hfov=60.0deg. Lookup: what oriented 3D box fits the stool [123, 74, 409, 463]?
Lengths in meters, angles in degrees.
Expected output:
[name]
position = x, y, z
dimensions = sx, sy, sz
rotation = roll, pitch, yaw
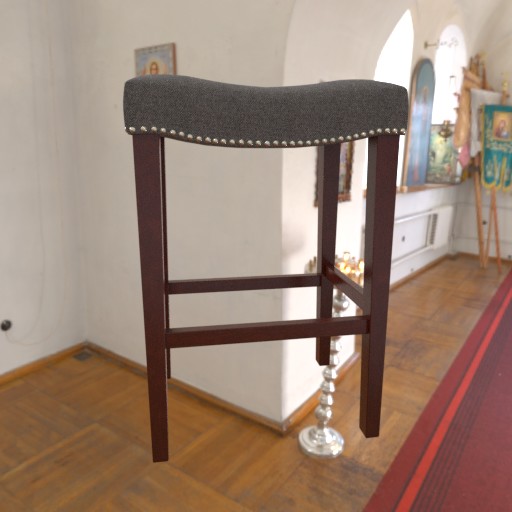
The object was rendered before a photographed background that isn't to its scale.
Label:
[stool]
position = 0.000, 0.000, 1.004
dimensions = 0.504, 0.742, 0.372
rotation = -2, 14, -9
